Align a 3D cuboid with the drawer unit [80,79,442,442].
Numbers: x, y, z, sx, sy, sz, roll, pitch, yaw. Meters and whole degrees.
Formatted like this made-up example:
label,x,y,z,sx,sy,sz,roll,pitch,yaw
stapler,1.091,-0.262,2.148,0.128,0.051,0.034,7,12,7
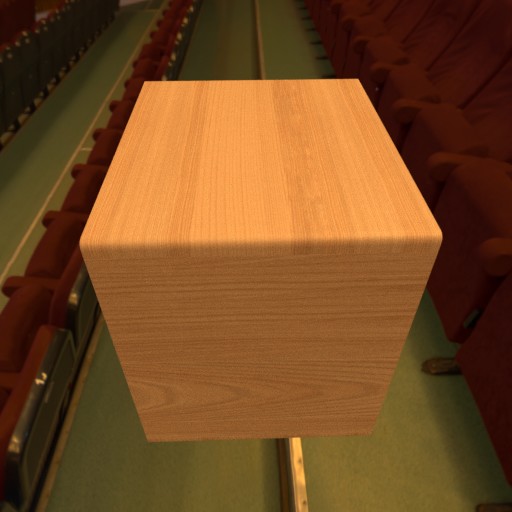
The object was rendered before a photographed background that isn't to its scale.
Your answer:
label,x,y,z,sx,sy,sz,roll,pitch,yaw
drawer unit,0.000,0.000,0.594,0.290,0.344,0.344,-1,42,-1
